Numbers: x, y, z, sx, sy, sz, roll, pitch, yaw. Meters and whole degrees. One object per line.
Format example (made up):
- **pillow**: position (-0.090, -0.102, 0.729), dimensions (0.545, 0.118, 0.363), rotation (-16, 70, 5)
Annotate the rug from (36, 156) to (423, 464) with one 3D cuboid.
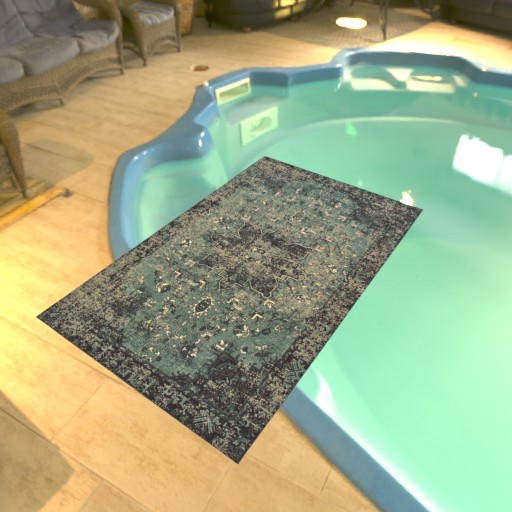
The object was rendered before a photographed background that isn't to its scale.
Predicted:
- **rug**: position (0.000, 0.000, 3.086), dimensions (1.525, 0.007, 2.440), rotation (25, 47, 26)
